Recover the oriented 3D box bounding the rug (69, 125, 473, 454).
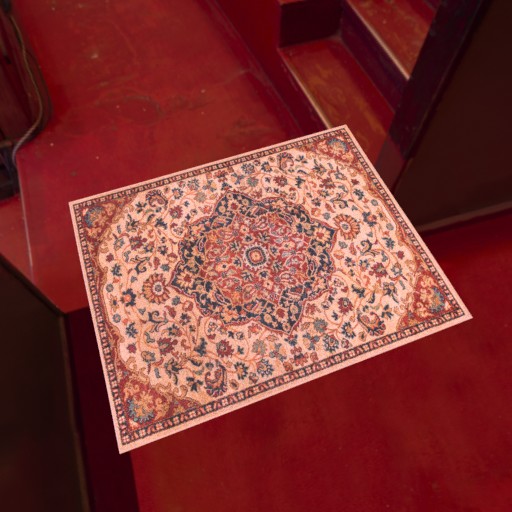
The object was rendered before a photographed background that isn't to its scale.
[{"bbox_3d":[0.000,0.000,4.108,3.067,0.005,2.454,-18,62,-10],"label":"rug"}]
